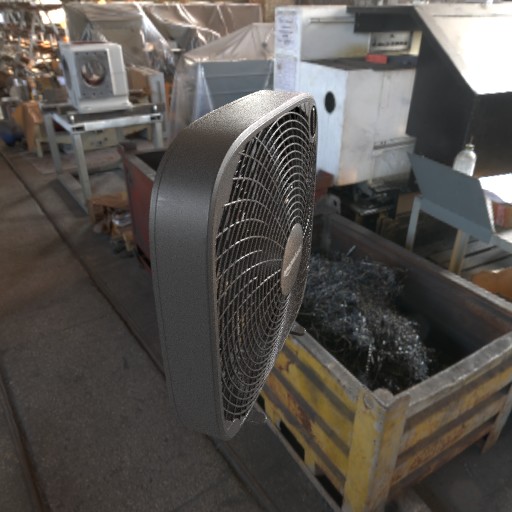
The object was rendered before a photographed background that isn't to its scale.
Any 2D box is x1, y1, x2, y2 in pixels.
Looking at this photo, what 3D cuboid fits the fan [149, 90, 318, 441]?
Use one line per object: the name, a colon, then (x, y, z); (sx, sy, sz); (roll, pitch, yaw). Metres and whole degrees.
fan: (0.000, 0.000, 0.806); (0.142, 0.533, 0.526); (11, 32, 18)
